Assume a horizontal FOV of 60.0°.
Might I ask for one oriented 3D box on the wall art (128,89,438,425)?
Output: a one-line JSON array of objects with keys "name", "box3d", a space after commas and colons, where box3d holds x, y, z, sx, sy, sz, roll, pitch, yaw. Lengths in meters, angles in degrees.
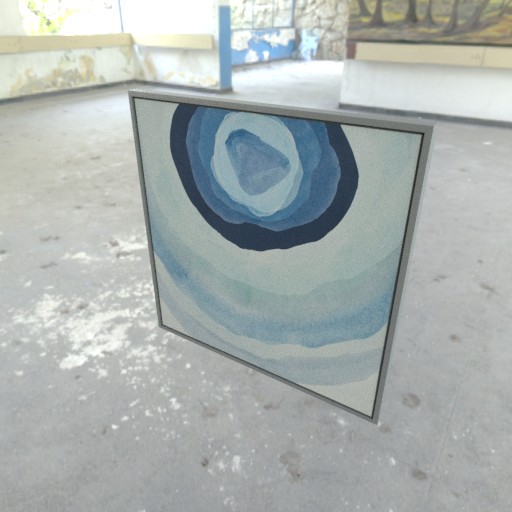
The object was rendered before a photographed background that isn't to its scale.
[{"name": "wall art", "box3d": [0.000, 0.000, 1.225, 0.809, 0.807, 0.038, 17, 33, 28]}]
